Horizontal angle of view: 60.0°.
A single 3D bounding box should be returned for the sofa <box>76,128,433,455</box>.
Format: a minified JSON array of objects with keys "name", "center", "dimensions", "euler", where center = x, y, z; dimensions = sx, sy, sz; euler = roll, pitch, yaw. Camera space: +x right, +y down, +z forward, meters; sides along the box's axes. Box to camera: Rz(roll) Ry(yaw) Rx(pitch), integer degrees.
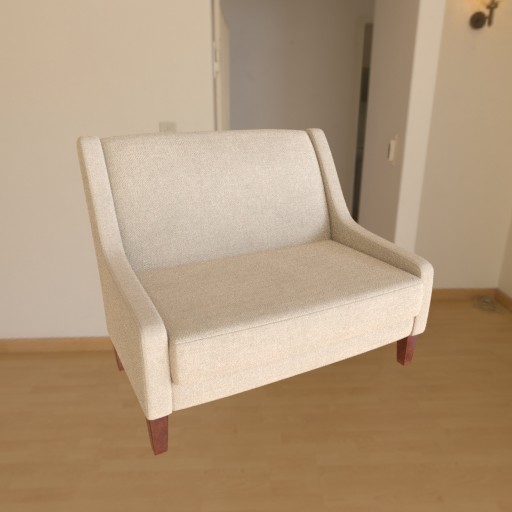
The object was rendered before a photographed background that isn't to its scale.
[{"name":"sofa","center":[0.000,0.000,1.873],"dimensions":[1.212,0.976,0.946],"euler":[-10,22,-26]}]
